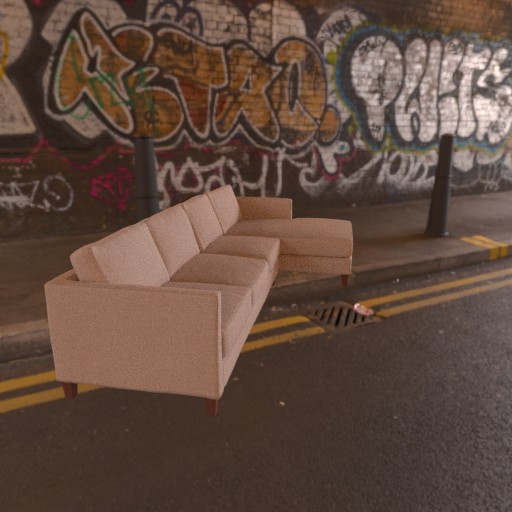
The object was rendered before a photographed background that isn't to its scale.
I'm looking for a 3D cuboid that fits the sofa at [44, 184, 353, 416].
[{"bbox_3d":[0.000,0.000,3.685,1.625,0.861,3.186,3,16,10],"label":"sofa"}]
